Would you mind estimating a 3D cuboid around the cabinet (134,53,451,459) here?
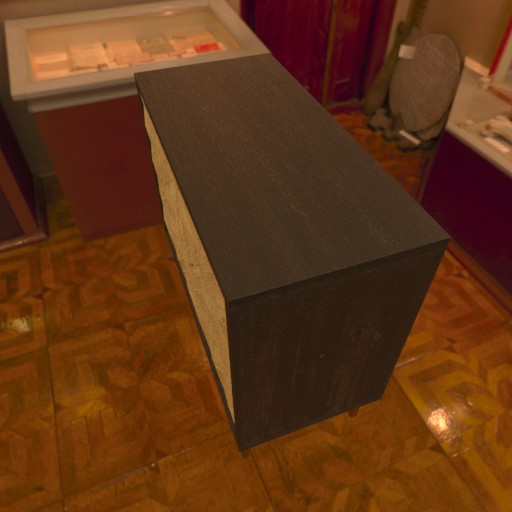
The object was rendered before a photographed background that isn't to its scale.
[{"bbox_3d":[0.000,0.000,1.416,0.451,0.860,0.950,-15,48,-14],"label":"cabinet"}]
